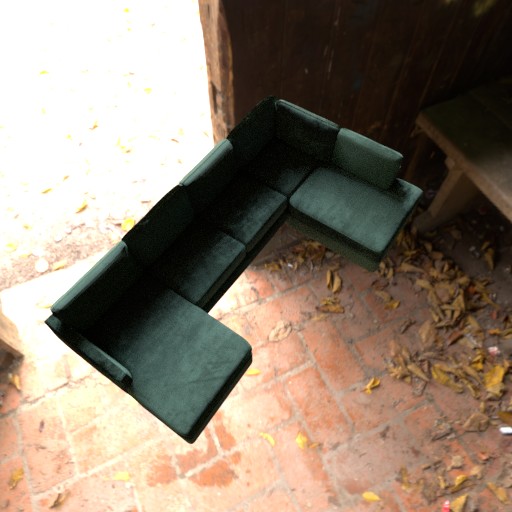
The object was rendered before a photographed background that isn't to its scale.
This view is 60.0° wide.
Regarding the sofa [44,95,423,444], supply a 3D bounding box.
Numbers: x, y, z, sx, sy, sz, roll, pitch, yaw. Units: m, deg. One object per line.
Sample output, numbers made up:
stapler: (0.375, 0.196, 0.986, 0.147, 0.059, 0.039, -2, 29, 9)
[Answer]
sofa: (0.000, 0.000, 4.387, 2.055, 0.992, 3.434, 31, 64, 17)
